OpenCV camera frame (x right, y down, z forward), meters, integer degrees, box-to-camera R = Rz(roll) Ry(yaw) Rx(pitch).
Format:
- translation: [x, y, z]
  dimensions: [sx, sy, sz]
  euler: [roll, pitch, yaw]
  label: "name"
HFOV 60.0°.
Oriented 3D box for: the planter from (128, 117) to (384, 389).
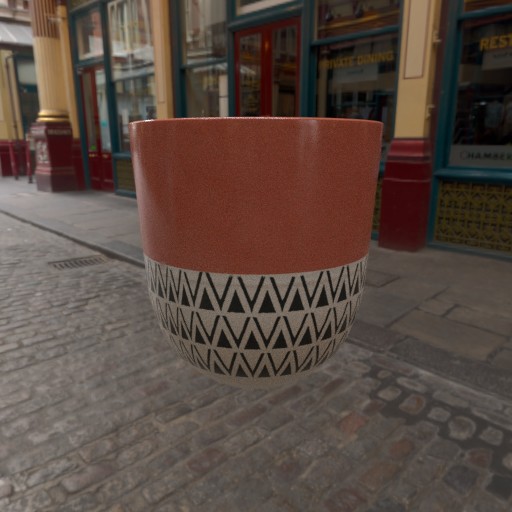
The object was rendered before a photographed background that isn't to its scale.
- translation: [0.000, 0.000, 0.377]
  dimensions: [0.195, 0.214, 0.195]
  euler: [0, 14, 0]
  label: "planter"
